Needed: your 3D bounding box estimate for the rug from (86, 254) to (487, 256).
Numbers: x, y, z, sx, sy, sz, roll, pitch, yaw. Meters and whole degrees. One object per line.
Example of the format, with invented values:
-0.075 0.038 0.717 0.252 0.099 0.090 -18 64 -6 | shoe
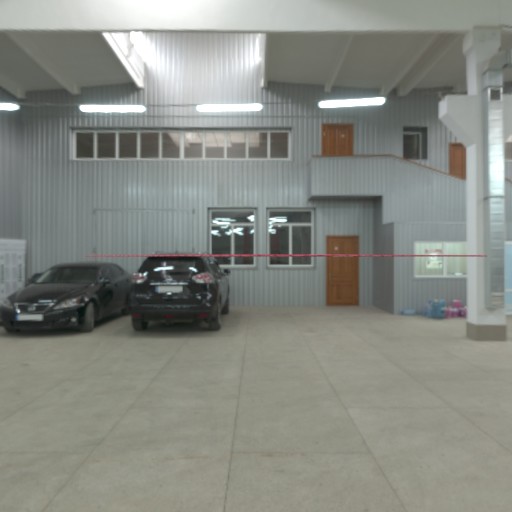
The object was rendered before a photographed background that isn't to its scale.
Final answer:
0.000 0.000 2.880 1.579 0.007 2.184 0 0 -35 | rug
